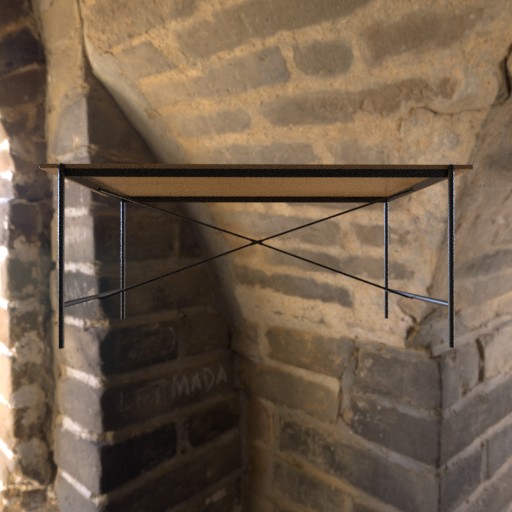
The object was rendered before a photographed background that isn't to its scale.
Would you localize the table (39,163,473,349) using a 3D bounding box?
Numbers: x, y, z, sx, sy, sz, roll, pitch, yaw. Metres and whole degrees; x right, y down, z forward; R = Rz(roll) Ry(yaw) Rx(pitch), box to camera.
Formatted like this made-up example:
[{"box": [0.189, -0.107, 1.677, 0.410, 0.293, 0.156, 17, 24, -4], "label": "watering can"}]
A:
[{"box": [0.000, 0.000, 2.261, 1.800, 0.758, 0.900, 0, 0, -1], "label": "table"}]
